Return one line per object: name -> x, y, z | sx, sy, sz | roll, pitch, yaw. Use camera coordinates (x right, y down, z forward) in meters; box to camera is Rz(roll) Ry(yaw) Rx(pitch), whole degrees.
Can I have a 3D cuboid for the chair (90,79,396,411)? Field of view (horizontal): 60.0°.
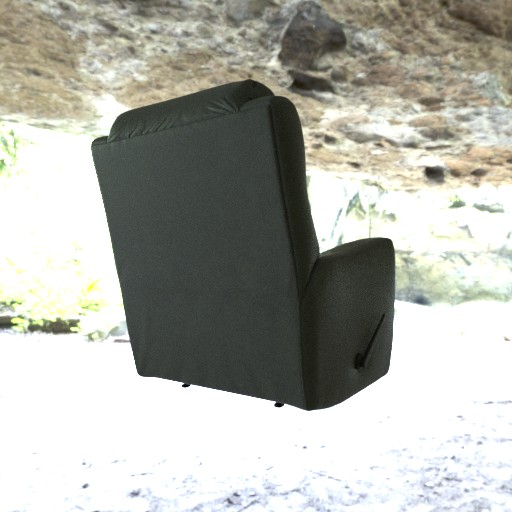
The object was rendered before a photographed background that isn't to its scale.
chair -> 0.000, 0.000, 1.909 | 0.967, 1.116, 1.068 | -1, -1, 34
